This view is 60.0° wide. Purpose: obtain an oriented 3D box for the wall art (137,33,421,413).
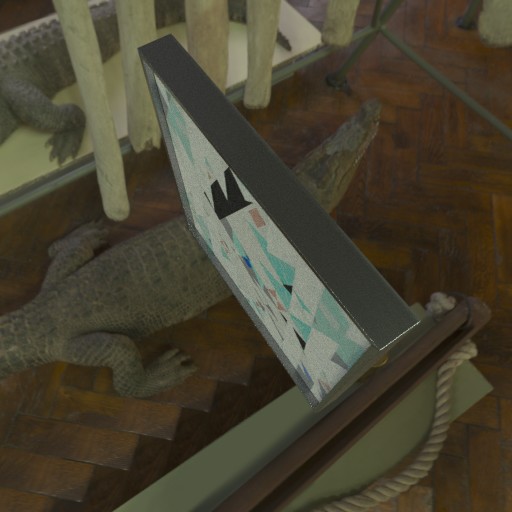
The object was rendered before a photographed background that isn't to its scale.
[{"bbox_3d":[0.000,0.000,0.519,0.038,0.350,0.350,-31,68,-14],"label":"wall art"}]
